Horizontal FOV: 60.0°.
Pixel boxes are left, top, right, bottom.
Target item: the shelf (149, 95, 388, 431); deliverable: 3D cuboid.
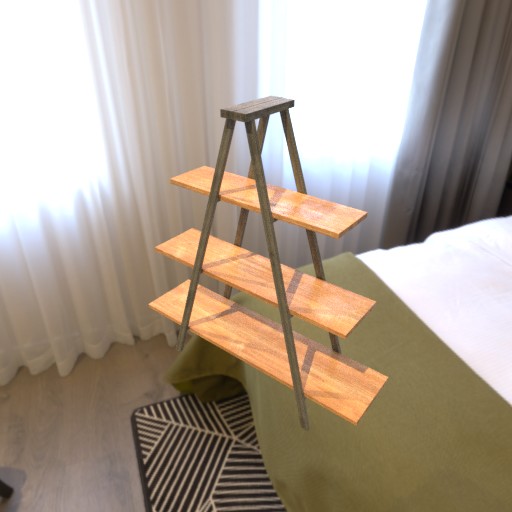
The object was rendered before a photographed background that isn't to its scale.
[{"bbox_3d":[0.000,0.000,2.720,1.746,1.808,0.508,22,37,32],"label":"shelf"}]
